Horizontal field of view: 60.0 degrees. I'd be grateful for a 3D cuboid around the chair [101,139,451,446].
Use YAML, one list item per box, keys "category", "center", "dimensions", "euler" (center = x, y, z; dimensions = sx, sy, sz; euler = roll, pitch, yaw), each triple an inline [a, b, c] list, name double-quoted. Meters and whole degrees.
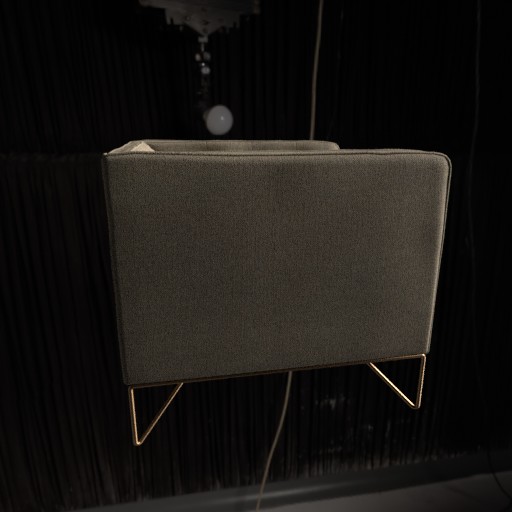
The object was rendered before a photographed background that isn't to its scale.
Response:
- category: "chair"
  center: [0.000, 0.000, 1.613]
  dimensions: [0.912, 0.799, 0.920]
  euler: [-3, 17, -11]
